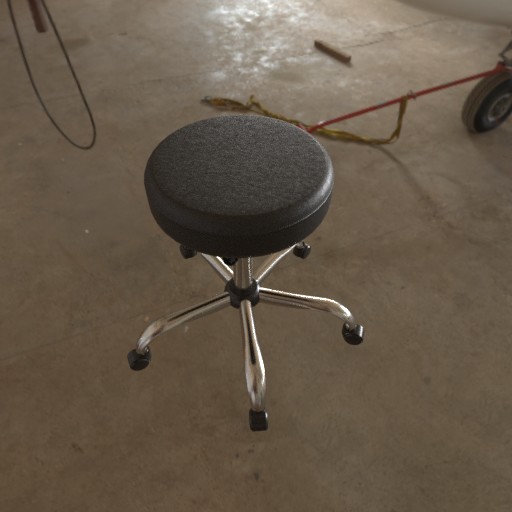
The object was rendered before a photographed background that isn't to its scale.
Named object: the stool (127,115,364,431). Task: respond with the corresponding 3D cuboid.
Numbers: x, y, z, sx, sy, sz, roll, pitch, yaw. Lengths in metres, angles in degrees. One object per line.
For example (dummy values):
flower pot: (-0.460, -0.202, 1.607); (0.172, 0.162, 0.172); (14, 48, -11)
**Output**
stool: (0.000, 0.000, 1.133); (0.638, 0.576, 0.673); (10, 47, 9)
